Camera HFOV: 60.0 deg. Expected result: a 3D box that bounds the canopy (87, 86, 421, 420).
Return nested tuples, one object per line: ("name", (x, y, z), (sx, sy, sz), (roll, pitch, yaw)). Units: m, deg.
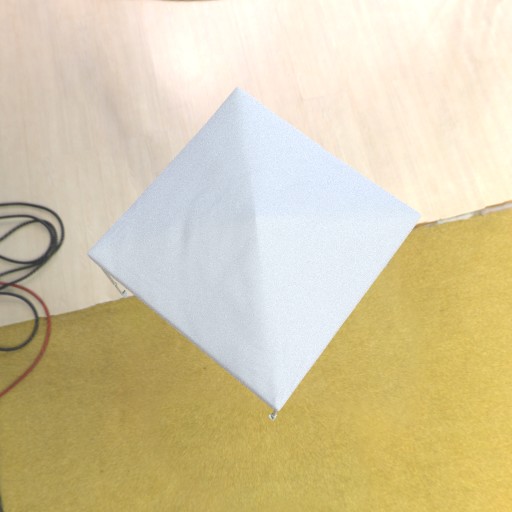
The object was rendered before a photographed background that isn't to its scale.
("canopy", (0.000, 0.000, 5.229), (2.849, 2.850, 2.850), (37, 79, 8))
